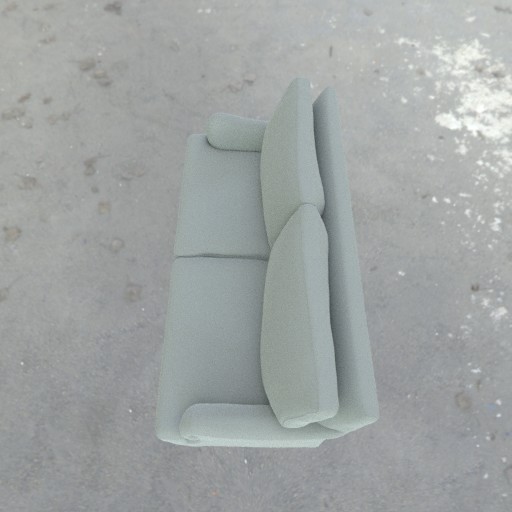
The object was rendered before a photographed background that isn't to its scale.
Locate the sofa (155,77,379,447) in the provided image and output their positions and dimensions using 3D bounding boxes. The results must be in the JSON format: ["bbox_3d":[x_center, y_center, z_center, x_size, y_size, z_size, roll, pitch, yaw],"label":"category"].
[{"bbox_3d":[0.000,0.000,2.791,1.069,1.096,2.193,0,59,0],"label":"sofa"}]
